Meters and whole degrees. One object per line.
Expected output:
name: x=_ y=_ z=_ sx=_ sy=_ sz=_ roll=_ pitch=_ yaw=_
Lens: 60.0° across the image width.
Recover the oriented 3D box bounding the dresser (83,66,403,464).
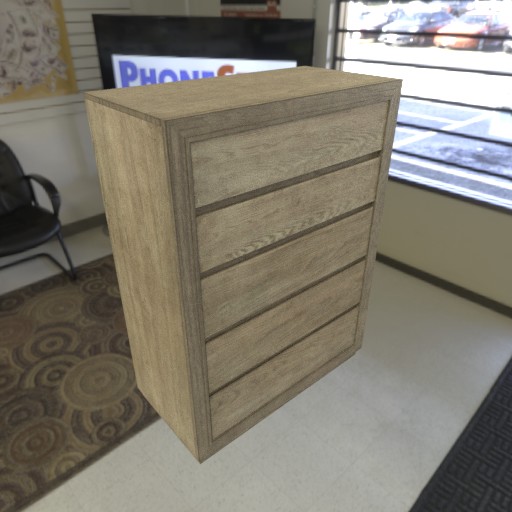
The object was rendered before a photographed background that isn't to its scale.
dresser: x=0.000 y=0.000 z=1.780 sx=0.967 sy=1.295 sz=0.483 roll=-23 pitch=37 yaw=-34
